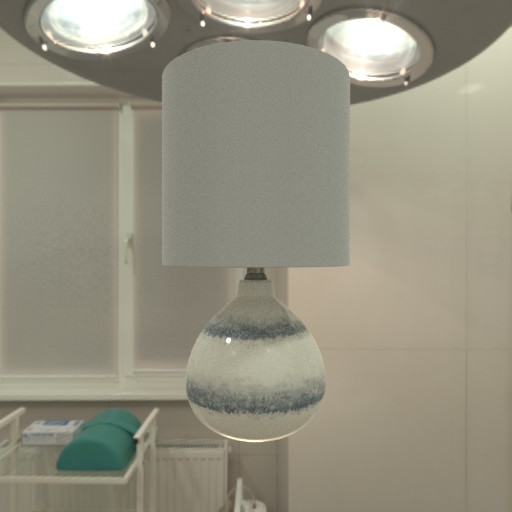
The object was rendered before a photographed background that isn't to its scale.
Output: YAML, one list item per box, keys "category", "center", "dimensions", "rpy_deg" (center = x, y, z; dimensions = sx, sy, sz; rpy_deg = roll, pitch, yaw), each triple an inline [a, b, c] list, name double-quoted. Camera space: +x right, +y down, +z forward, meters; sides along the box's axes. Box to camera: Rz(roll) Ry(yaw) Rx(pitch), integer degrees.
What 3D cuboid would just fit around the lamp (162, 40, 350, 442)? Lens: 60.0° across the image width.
- category: "lamp"
  center: [0.000, 0.000, 0.522]
  dimensions: [0.216, 0.404, 0.216]
  rpy_deg: [0, 0, 0]
